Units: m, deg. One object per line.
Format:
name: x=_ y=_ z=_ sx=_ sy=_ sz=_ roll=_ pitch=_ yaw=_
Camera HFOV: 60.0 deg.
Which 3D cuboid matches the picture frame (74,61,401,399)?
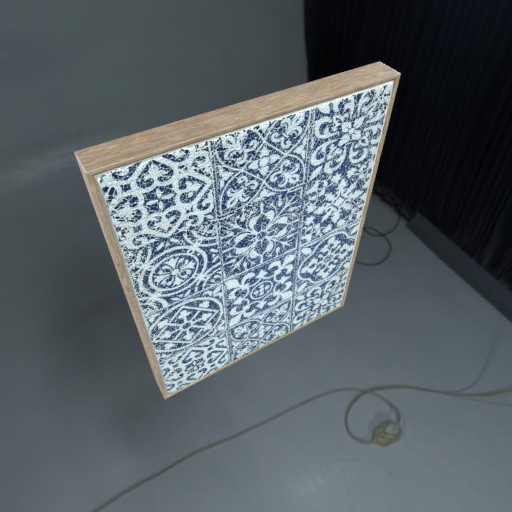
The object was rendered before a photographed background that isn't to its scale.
picture frame: x=0.000 y=0.000 z=0.726 sx=0.424 sy=0.526 sz=0.043 roll=-24 pitch=52 yaw=-20
